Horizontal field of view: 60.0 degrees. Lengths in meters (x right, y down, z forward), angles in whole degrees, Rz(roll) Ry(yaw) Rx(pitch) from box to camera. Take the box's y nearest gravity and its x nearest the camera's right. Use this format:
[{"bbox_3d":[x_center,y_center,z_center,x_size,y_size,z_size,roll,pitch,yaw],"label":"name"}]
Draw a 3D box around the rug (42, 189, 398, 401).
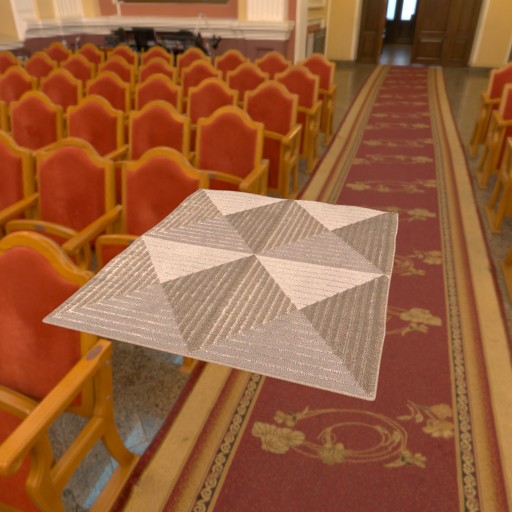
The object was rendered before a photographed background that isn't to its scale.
[{"bbox_3d":[0.000,0.000,0.928,0.551,0.008,0.642,9,31,16],"label":"rug"}]
